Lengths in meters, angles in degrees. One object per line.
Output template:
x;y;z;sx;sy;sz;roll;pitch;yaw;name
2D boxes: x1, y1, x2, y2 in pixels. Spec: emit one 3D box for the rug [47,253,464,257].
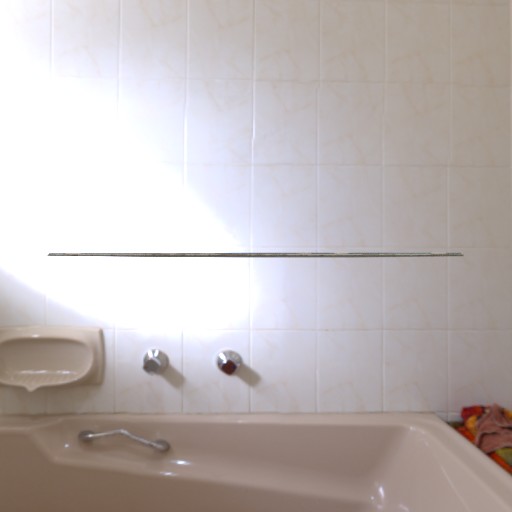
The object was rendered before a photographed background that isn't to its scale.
0.000;0.000;4.138;2.466;0.021;3.049;0;0;0;rug
